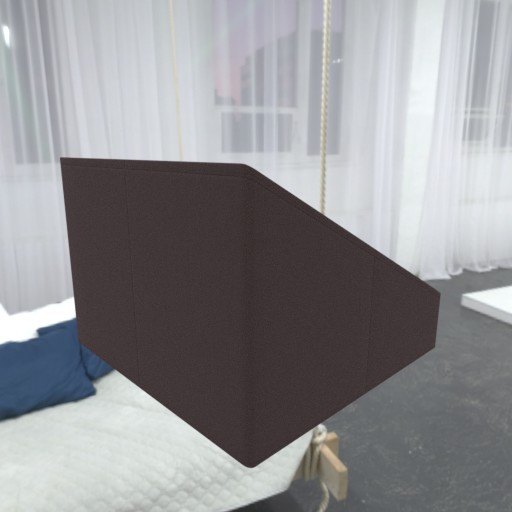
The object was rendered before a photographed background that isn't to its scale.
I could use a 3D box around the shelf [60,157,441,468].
[{"bbox_3d":[0.000,0.000,0.482,0.292,0.210,0.292,-13,18,-42],"label":"shelf"}]
